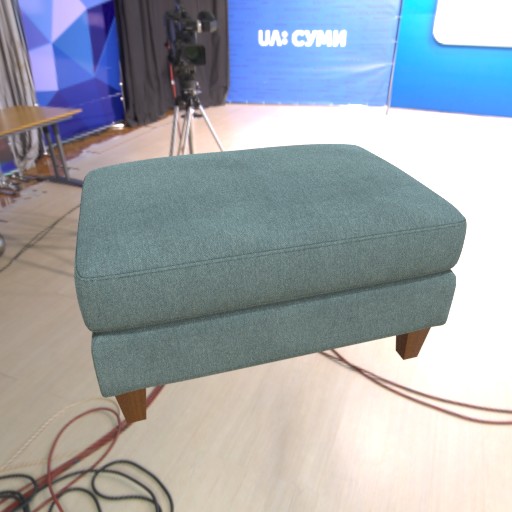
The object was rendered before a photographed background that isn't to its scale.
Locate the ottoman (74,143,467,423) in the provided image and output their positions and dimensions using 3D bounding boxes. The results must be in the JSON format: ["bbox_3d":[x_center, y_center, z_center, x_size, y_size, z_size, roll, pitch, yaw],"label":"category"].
[{"bbox_3d":[0.000,0.000,1.202,0.864,0.483,0.584,-9,32,-14],"label":"ottoman"}]
